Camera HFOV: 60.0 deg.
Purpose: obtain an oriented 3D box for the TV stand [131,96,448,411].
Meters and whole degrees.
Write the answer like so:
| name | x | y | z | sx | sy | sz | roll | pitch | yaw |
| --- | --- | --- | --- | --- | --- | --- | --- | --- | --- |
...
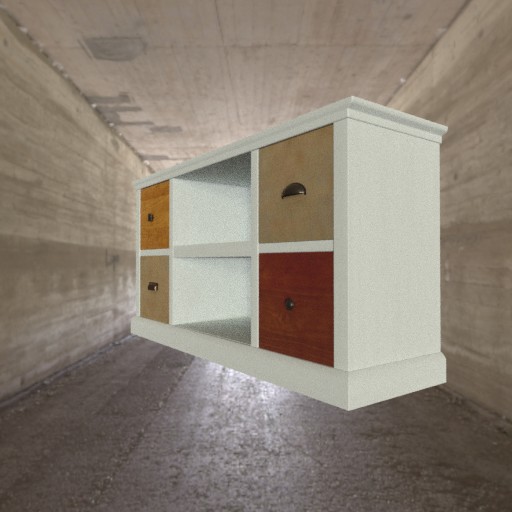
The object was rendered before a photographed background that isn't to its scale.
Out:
| name | x | y | z | sx | sy | sz | roll | pitch | yaw |
| --- | --- | --- | --- | --- | --- | --- | --- | --- | --- |
| TV stand | 0.000 | 0.000 | 1.471 | 0.424 | 0.624 | 1.187 | 1 | -1 | -36 |
